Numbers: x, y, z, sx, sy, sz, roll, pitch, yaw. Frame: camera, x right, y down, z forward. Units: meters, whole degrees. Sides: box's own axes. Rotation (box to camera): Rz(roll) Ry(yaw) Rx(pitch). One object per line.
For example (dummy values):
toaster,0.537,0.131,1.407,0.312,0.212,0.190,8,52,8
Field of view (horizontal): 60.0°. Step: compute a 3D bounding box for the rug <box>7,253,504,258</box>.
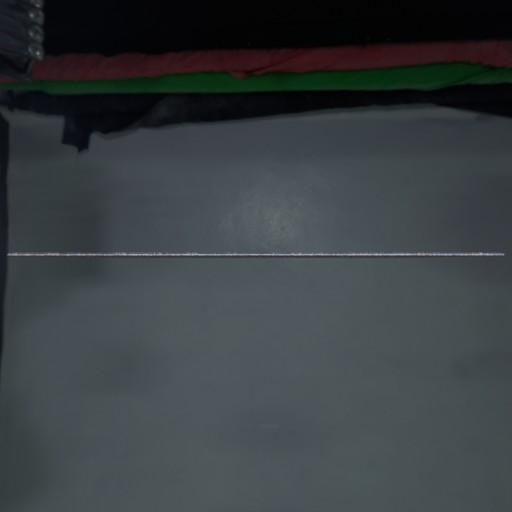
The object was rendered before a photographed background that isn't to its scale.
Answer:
rug,0.000,0.000,2.947,2.449,0.018,1.539,0,-1,1
